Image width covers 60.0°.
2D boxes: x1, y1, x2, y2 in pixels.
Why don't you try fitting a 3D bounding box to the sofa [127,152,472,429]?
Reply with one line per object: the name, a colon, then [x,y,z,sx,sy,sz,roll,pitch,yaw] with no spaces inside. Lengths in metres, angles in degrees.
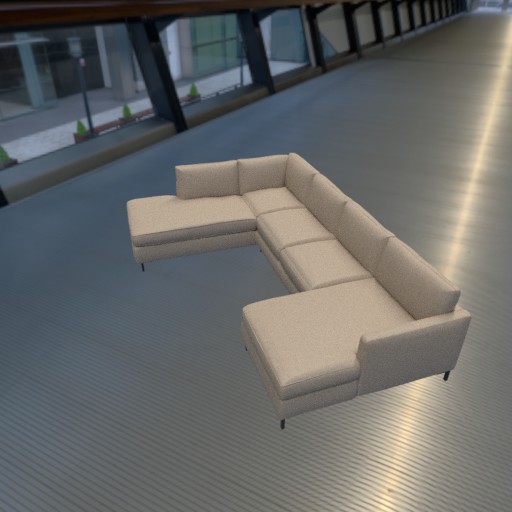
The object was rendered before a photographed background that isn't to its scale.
sofa: [0.000,0.000,3.593,1.879,0.756,2.737,-10,33,-15]
